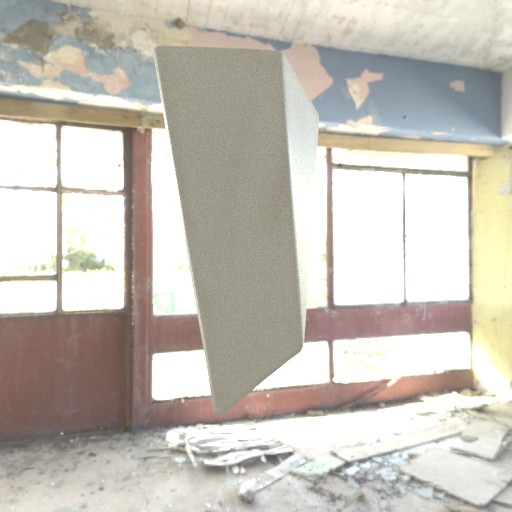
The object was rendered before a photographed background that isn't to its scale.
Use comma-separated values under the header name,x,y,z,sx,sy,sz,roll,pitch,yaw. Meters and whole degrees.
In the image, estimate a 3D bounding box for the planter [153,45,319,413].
name,x,y,z,sx,sy,sz,roll,pitch,yaw
planter,0.000,0.000,0.270,0.060,0.197,0.150,0,0,18
